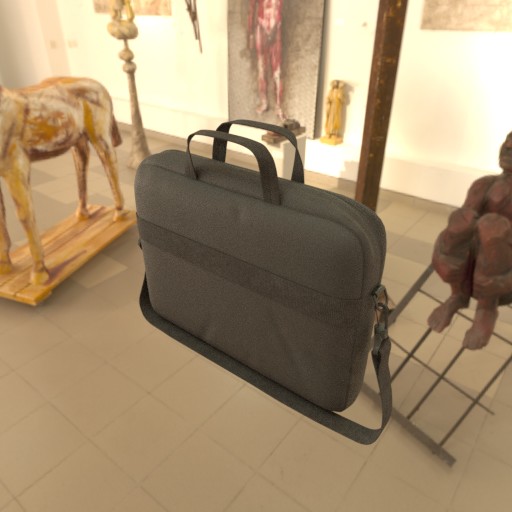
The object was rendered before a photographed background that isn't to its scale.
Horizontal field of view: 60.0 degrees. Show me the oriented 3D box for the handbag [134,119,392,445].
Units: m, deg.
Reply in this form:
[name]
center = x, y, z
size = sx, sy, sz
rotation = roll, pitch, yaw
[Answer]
[handbag]
center = 0.000, 0.000, 0.429
size = 0.320, 0.244, 0.089
rotation = 22, 37, 32
